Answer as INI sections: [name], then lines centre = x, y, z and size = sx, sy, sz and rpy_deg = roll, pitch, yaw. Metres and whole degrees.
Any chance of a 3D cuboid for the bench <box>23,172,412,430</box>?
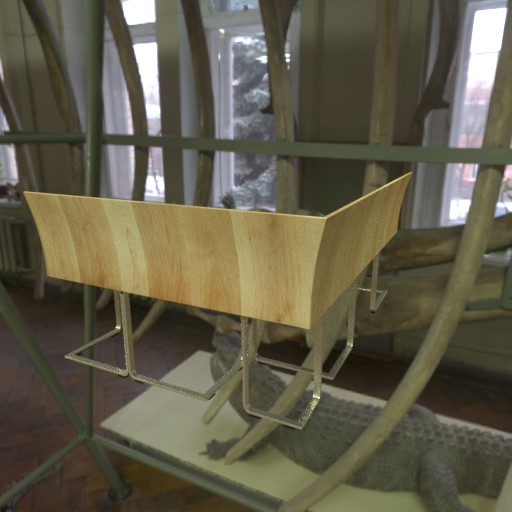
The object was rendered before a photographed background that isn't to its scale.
[bench]
centre = 0.000, 0.000, 2.739
size = 1.495, 0.930, 1.945
rpy_deg = 8, 17, 26
